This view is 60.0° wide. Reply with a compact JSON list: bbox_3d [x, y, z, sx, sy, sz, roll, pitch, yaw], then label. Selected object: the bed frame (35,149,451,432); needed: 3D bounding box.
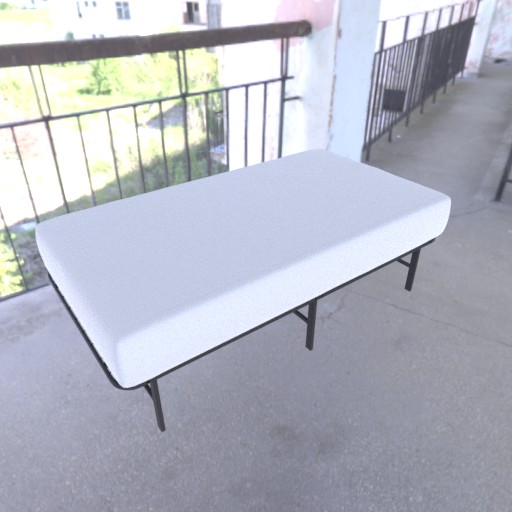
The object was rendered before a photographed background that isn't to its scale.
[{"bbox_3d":[0.000,0.000,2.366,1.908,0.640,1.025,-21,38,-30],"label":"bed frame"}]
